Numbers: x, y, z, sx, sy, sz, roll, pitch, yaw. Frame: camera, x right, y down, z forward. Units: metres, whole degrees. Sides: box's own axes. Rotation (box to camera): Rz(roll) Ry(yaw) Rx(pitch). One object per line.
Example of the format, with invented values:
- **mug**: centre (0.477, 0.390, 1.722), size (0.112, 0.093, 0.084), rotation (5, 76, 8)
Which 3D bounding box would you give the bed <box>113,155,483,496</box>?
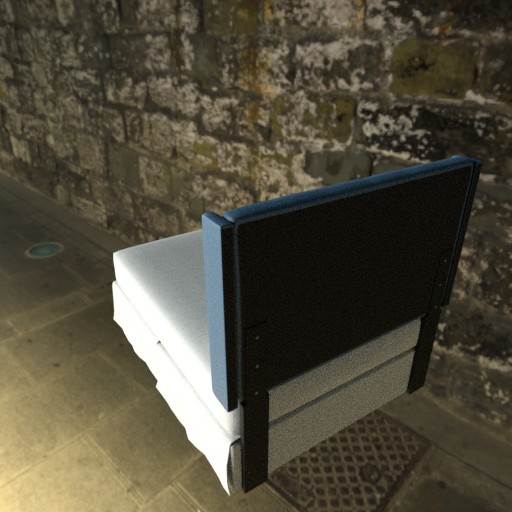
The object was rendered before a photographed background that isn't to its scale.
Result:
- **bed**: centre (0.000, 0.000, 3.225), size (1.719, 1.665, 2.078), rotation (-17, 32, -29)
